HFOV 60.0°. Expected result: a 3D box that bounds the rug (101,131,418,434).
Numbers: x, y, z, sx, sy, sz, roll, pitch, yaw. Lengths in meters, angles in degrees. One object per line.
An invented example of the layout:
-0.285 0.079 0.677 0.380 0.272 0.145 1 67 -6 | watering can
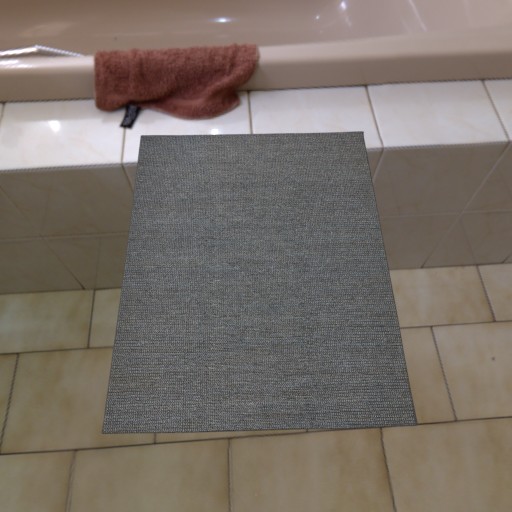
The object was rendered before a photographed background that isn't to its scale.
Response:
0.000 0.000 4.146 2.456 0.021 3.068 -1 62 -1 | rug
